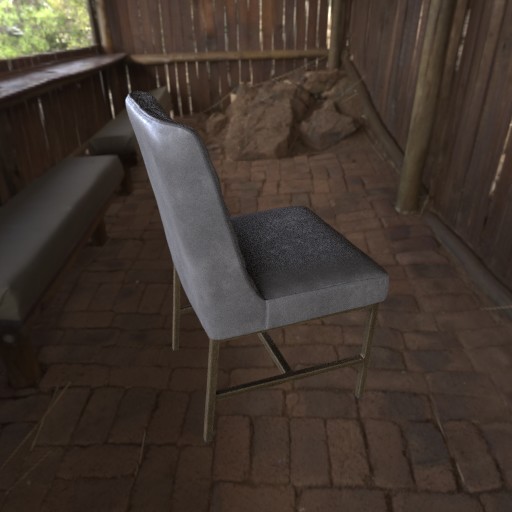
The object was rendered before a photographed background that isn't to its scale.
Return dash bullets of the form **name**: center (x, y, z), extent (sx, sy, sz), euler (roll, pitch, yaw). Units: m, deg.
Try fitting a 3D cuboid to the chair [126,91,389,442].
- **chair**: center (0.000, 0.000, 1.286), extent (0.587, 0.889, 0.508), euler (-11, 32, -19)
